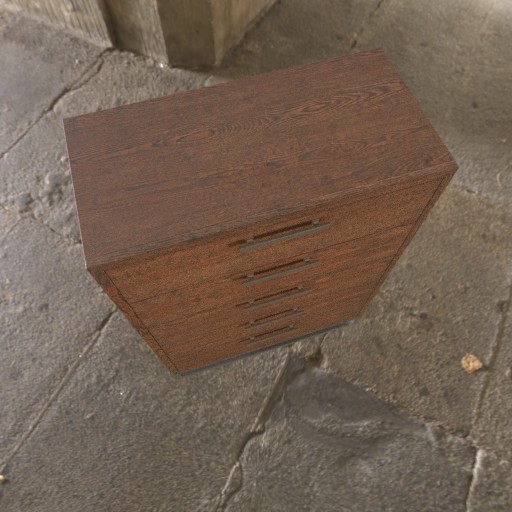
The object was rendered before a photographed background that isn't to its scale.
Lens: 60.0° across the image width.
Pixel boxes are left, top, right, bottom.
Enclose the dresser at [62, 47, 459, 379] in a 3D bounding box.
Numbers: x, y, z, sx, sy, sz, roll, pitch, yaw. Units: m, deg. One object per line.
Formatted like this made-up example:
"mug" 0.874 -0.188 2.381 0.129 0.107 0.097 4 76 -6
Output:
"dresser" 0.000 0.000 1.773 0.965 1.321 0.508 -16 65 -8
